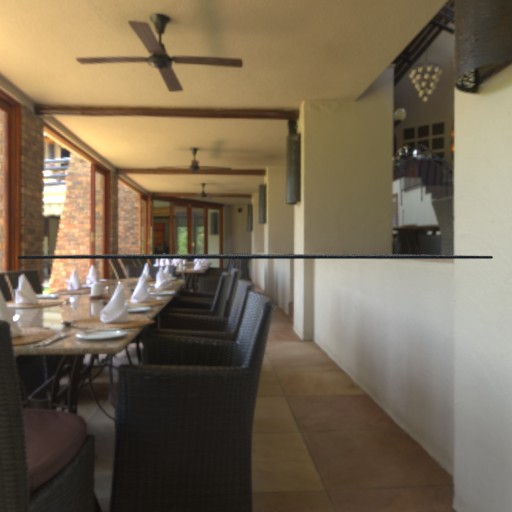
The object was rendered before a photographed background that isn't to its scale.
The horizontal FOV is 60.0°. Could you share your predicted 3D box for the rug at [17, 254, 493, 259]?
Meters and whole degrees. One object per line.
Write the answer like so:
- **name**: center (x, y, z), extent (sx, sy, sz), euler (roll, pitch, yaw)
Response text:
- **rug**: center (0.000, 0.000, 2.876), extent (2.290, 0.014, 1.526), euler (0, 1, -1)
